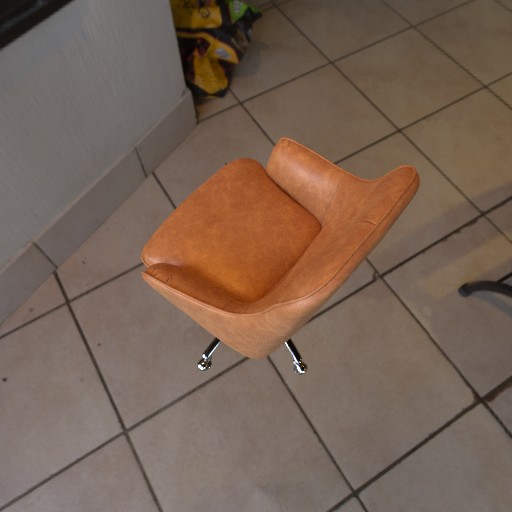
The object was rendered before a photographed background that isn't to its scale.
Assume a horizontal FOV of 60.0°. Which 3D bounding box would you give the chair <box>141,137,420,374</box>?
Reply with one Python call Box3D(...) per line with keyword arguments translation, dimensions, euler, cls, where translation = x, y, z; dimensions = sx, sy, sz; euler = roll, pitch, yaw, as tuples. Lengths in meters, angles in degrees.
Box3D(translation=(0.000, 0.000, 1.331), dimensions=(0.615, 0.909, 0.628), euler=(37, 68, 17), cls="chair")
